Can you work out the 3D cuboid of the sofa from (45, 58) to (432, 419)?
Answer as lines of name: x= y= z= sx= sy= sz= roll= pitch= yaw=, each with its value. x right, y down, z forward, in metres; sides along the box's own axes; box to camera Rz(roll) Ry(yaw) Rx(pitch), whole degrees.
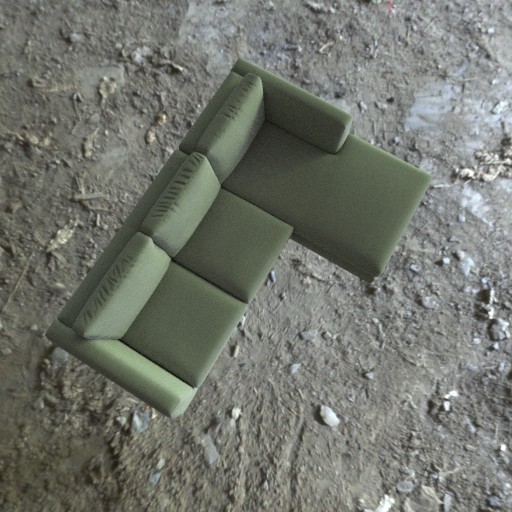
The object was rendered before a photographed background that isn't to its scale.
sofa: x=0.000 y=0.000 z=3.008 sx=1.580 sy=0.860 sz=2.300 roll=30 pitch=78 yaw=7
